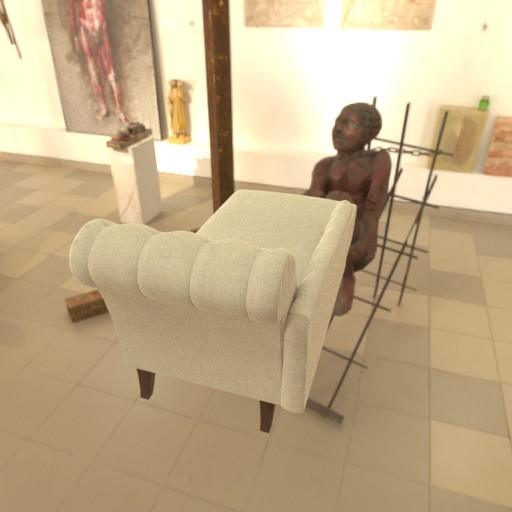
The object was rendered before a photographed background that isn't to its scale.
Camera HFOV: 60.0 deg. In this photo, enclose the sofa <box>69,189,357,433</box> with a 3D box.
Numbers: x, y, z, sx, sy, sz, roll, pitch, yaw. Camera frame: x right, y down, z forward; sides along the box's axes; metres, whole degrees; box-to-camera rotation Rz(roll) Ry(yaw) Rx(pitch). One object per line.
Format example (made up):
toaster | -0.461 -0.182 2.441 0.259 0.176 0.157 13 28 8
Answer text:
sofa | 0.000 0.000 1.825 0.675 0.787 1.379 10 32 15
